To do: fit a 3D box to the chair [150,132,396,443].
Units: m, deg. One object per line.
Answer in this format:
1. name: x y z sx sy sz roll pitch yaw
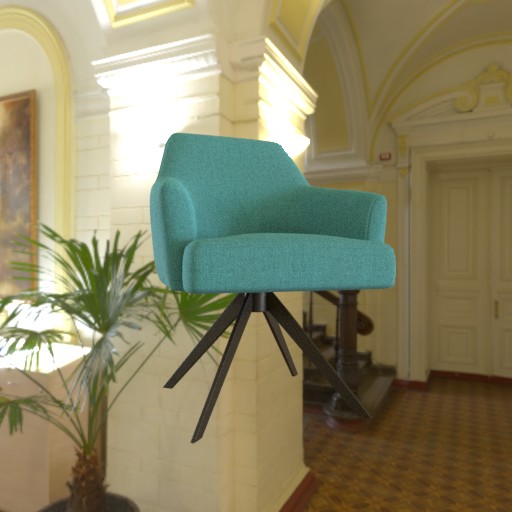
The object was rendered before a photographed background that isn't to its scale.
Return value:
1. chair: 0.000 0.000 1.344 0.642 0.874 0.677 0 0 -20
